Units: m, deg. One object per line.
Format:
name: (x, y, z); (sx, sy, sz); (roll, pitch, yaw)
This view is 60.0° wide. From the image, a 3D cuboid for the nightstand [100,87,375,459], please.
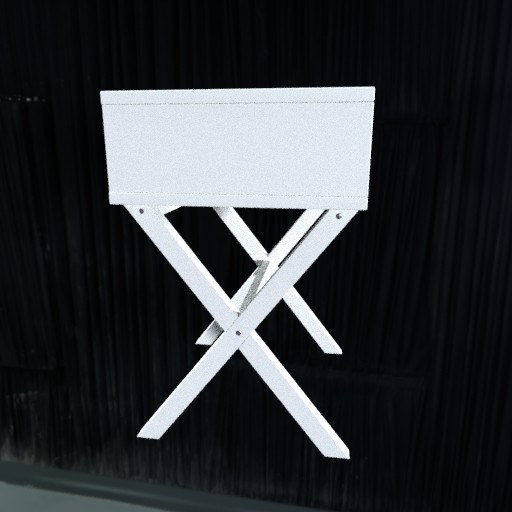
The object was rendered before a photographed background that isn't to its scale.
nightstand: (0.000, 0.000, 0.945); (0.402, 0.623, 0.479); (2, 15, 8)
